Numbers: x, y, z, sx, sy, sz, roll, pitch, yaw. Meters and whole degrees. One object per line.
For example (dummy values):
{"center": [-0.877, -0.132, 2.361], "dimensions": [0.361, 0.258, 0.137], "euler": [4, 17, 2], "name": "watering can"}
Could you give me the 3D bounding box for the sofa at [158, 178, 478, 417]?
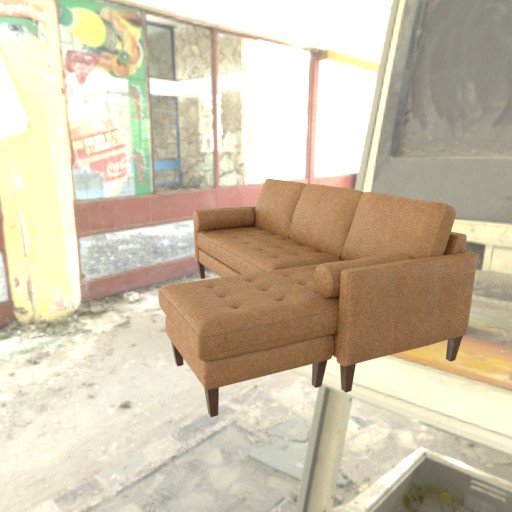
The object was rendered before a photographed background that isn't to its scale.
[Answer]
{"center": [0.000, 0.000, 2.946], "dimensions": [1.506, 0.876, 2.178], "euler": [-7, 16, -25], "name": "sofa"}
